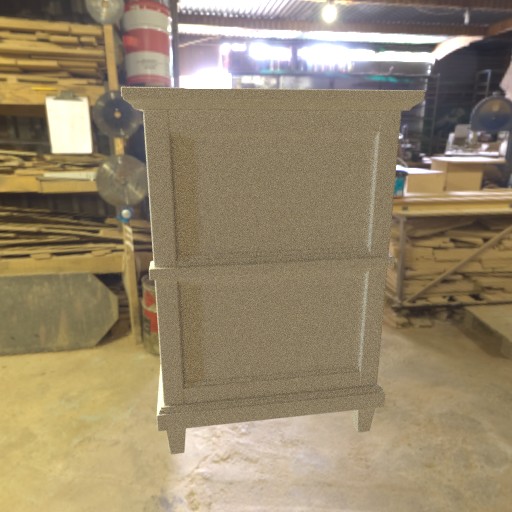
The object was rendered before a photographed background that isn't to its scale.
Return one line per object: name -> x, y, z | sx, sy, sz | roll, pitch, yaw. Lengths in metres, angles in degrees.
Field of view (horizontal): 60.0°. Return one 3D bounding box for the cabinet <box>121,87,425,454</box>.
cabinet -> 0.000, 0.000, 1.147 | 0.547, 0.775, 0.544 | -3, 17, -9
